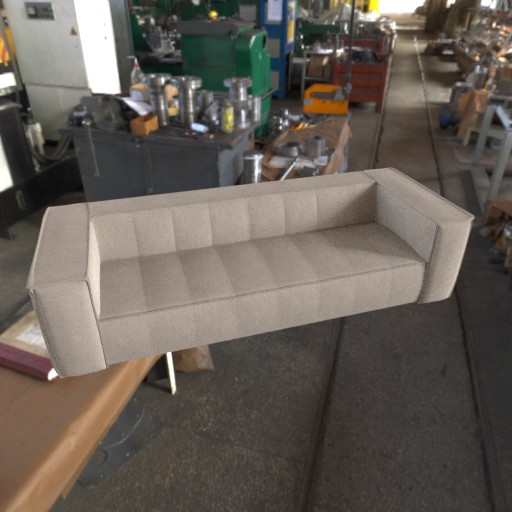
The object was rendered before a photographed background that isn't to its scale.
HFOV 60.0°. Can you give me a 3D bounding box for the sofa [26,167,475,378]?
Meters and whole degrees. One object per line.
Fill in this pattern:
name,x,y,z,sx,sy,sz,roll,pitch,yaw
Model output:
sofa,0.000,0.000,3.064,2.697,0.680,1.038,-9,32,-15
